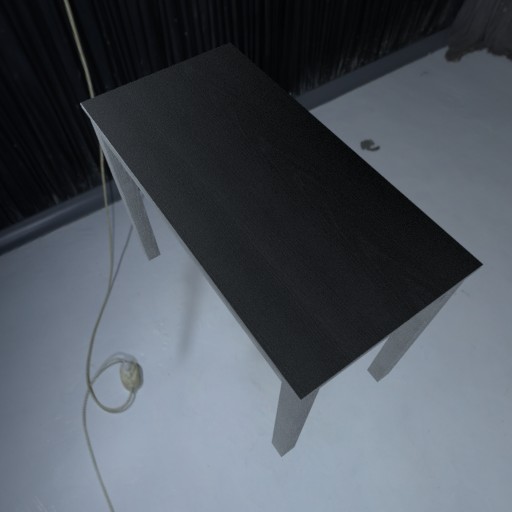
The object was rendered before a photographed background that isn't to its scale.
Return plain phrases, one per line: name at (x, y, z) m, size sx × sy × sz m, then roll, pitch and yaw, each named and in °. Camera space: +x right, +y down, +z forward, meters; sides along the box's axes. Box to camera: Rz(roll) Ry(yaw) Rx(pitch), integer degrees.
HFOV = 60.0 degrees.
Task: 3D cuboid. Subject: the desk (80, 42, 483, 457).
desk at (0.000, 0.000, 1.413) m, size 0.499 × 0.762 × 0.991 m, roll -31°, pitch 63°, yaw -18°
